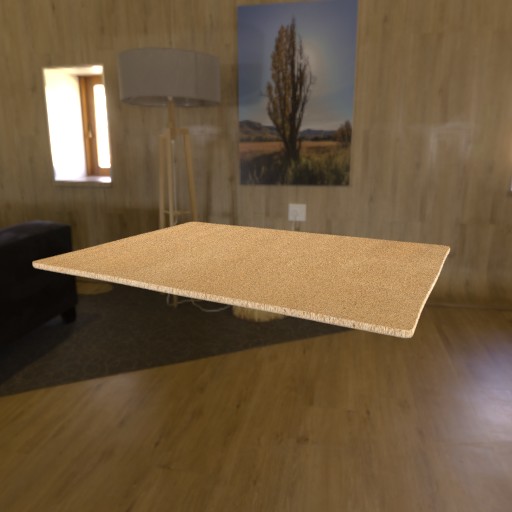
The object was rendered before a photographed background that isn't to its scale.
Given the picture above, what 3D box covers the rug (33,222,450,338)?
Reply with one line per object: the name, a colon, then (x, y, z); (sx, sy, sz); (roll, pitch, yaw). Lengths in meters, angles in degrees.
rug: (0.000, 0.000, 2.094); (1.600, 0.025, 1.199); (7, 16, 27)
